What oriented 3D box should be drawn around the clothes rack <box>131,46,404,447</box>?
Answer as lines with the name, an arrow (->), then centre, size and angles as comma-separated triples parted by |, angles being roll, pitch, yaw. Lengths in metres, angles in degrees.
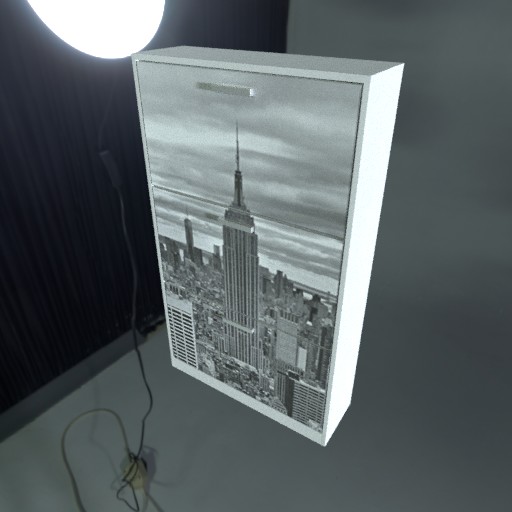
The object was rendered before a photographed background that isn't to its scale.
clothes rack -> 0.000, 0.000, 1.557 | 0.750, 1.280, 0.250 | 19, 36, 28
